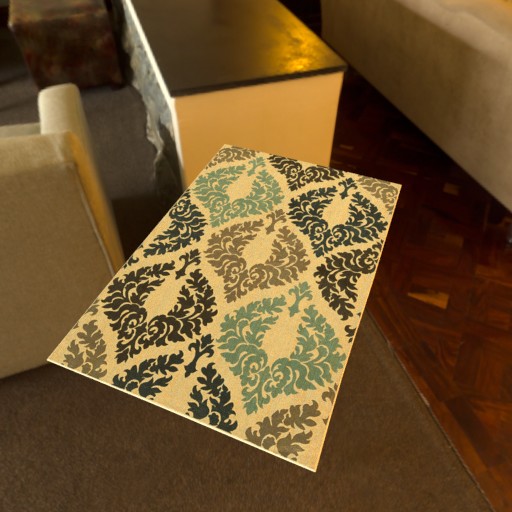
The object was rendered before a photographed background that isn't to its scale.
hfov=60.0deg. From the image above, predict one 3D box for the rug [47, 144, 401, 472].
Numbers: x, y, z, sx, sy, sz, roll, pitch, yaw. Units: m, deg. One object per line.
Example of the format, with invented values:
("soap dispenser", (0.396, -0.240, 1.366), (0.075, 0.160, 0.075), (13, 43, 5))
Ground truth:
("rug", (0.000, 0.000, 2.913), (1.514, 0.014, 2.275), (17, 49, 15))
